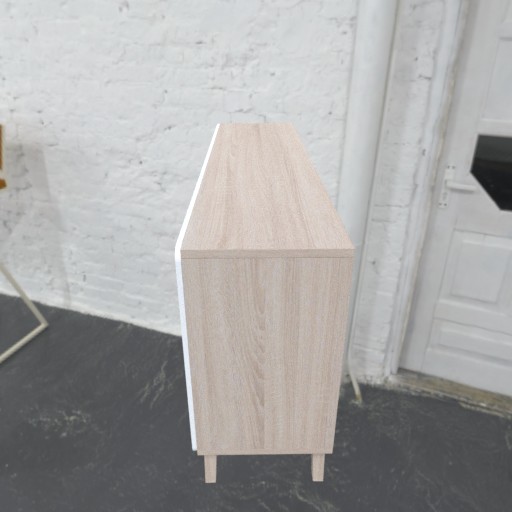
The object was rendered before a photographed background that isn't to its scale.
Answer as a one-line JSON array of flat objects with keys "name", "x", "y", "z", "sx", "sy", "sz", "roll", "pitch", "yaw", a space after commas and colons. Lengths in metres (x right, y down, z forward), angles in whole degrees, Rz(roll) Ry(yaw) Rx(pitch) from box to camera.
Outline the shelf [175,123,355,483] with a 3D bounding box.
[{"name": "shelf", "x": 0.000, "y": 0.000, "z": 1.782, "sx": 0.400, "sy": 0.780, "sz": 1.490, "roll": 0, "pitch": 27, "yaw": -1}]
